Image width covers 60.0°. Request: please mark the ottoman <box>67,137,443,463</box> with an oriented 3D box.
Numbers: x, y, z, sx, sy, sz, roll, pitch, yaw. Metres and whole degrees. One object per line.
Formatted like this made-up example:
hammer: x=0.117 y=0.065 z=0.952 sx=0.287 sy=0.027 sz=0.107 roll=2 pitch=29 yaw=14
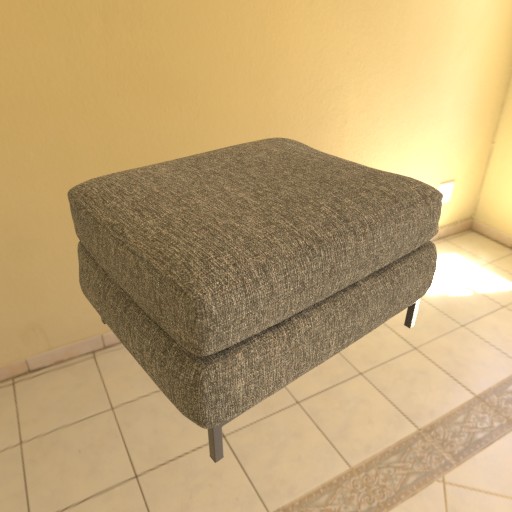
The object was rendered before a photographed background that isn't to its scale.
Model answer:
ottoman: x=0.000 y=0.000 z=1.229 sx=0.828 sy=0.480 sz=0.683 roll=-22 pitch=37 yaw=-33
